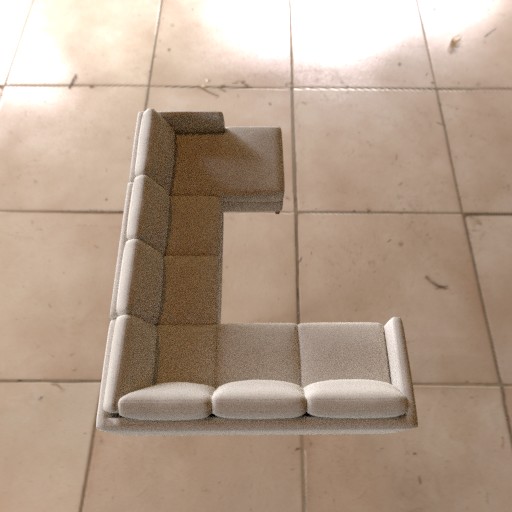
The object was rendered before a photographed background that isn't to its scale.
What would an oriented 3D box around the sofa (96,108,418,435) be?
[{"bbox_3d":[0.000,0.000,4.343,2.551,0.853,3.238,0,65,0],"label":"sofa"}]
